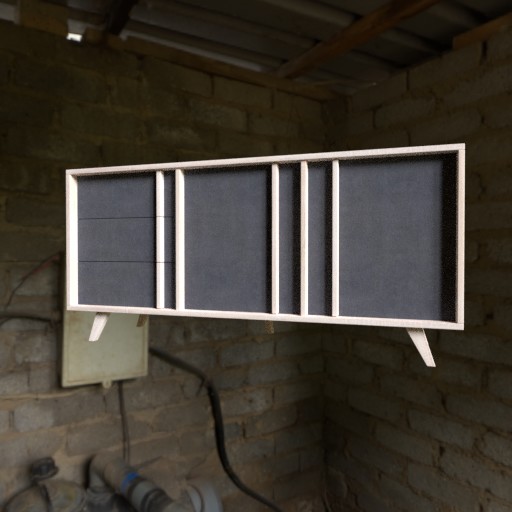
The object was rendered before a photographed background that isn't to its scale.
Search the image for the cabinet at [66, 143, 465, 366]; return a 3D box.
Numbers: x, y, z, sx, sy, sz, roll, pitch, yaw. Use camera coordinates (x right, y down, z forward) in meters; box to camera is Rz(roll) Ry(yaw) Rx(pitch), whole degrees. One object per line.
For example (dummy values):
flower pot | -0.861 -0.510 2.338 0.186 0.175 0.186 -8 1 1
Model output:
cabinet | 0.000 0.000 2.001 1.650 0.780 0.500 0 1 18
